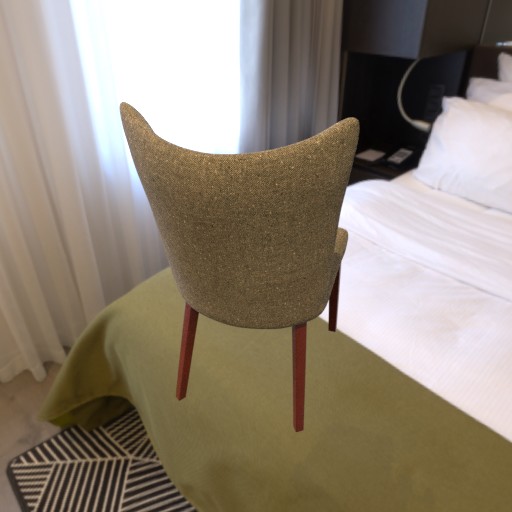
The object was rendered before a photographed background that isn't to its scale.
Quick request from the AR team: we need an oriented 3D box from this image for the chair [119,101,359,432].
[{"bbox_3d":[0.000,0.000,1.308,0.535,0.924,0.623,9,33,15],"label":"chair"}]
